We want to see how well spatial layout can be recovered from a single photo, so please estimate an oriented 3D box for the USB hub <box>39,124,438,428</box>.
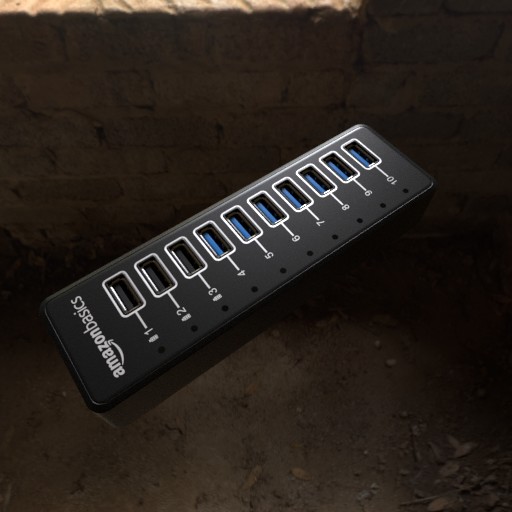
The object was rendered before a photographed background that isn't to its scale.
[{"bbox_3d":[0.000,0.000,0.165,0.145,0.023,0.044,-32,63,-18],"label":"USB hub"}]
